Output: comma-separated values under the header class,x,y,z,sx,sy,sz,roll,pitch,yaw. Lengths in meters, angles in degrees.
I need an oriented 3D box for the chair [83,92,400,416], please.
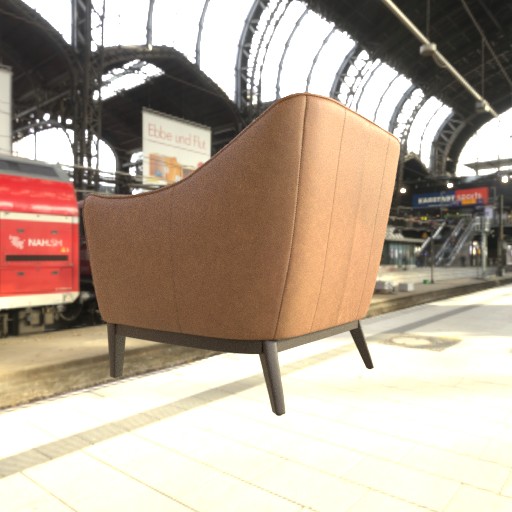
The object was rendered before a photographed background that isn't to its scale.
class,x,y,z,sx,sy,sz,roll,pitch,yaw
chair,0.000,0.000,1.574,0.852,0.830,0.871,0,0,37
